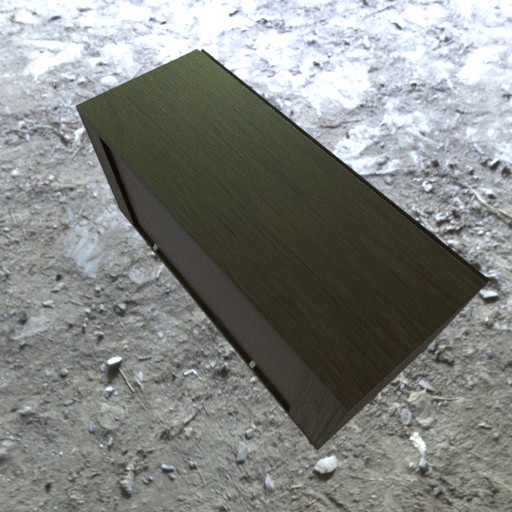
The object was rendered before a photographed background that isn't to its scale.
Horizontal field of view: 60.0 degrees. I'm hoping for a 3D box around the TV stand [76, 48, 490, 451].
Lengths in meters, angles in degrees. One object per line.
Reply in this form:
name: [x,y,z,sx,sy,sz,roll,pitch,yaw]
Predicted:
TV stand: [0.000,0.000,1.298,0.405,0.660,0.990,-35,64,-19]
